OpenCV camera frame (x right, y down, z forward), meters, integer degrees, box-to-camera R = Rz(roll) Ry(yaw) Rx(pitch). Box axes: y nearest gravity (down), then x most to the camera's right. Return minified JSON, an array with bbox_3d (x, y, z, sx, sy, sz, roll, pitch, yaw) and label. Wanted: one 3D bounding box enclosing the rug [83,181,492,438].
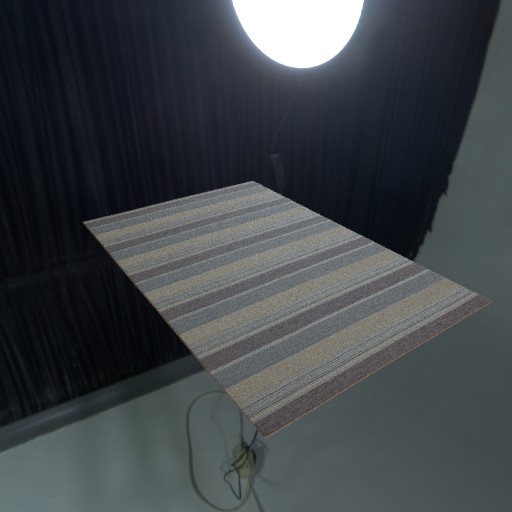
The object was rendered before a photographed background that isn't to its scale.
[{"bbox_3d":[0.000,0.000,2.268,1.219,0.008,1.829,-19,35,-30],"label":"rug"}]
